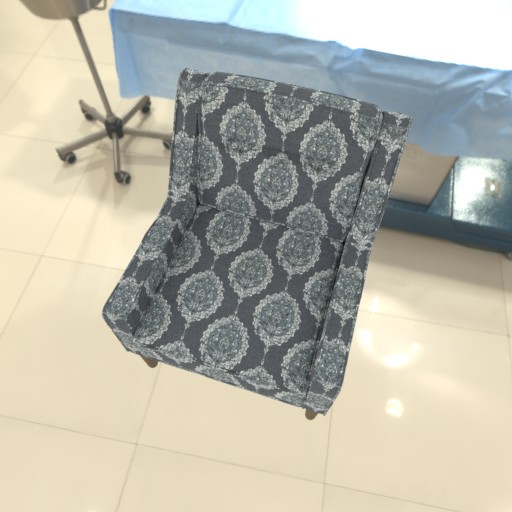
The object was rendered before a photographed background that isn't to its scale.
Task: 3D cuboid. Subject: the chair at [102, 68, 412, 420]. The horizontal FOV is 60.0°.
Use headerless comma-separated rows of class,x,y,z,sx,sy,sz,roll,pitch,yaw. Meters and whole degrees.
chair,0.000,0.000,1.356,0.663,0.792,0.743,15,60,9
